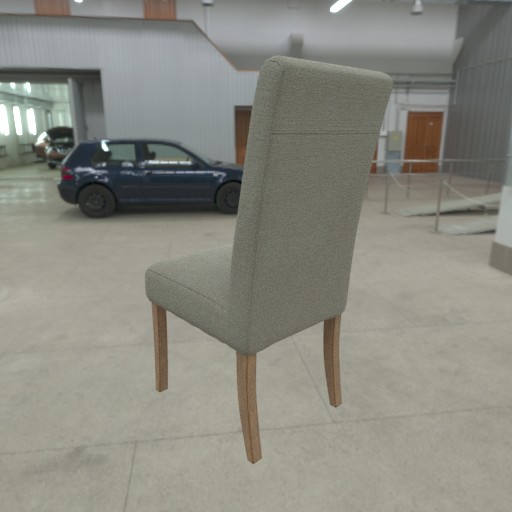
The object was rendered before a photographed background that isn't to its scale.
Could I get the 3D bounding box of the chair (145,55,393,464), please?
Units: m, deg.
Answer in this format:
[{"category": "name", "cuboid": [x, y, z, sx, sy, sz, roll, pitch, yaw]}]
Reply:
[{"category": "chair", "cuboid": [0.000, 0.000, 1.359, 0.450, 1.033, 0.611, -14, 21, -42]}]
